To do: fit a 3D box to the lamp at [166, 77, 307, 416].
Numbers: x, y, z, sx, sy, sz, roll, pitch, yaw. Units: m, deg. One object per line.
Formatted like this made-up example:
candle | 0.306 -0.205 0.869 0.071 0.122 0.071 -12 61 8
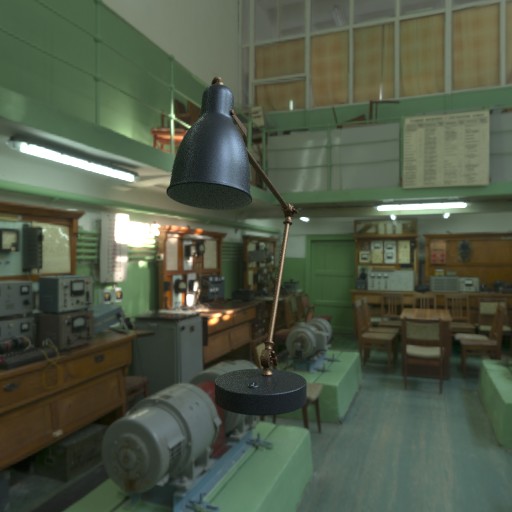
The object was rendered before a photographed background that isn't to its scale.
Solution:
lamp | 0.000 0.000 0.878 0.187 0.587 0.561 0 0 19
